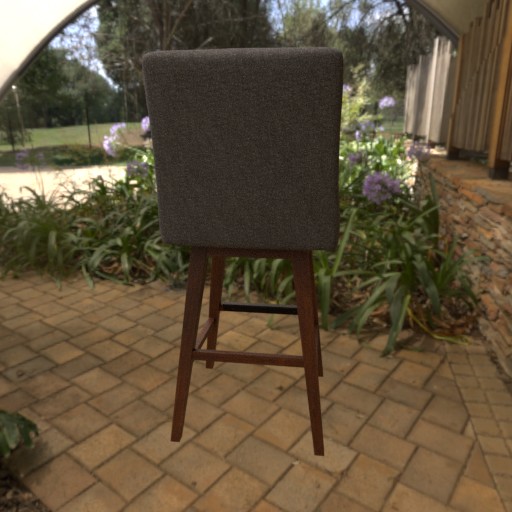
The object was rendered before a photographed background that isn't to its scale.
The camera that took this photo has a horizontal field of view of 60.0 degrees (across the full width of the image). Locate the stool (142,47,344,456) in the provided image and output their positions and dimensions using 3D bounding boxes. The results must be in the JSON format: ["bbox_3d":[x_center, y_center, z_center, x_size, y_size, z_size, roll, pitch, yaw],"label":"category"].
[{"bbox_3d":[0.000,0.000,1.338,0.489,1.068,0.572,2,16,8],"label":"stool"}]
